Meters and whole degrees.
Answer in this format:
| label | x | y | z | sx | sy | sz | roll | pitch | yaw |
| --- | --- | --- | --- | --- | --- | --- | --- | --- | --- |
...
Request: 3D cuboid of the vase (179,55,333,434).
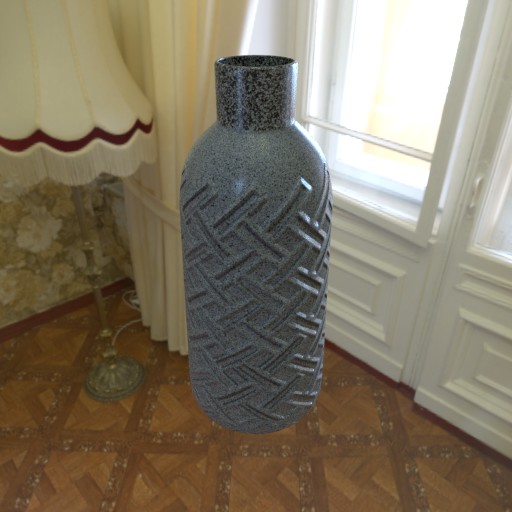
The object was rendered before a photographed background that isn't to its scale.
| label | x | y | z | sx | sy | sz | roll | pitch | yaw |
| --- | --- | --- | --- | --- | --- | --- | --- | --- | --- |
| vase | 0.000 | 0.000 | 0.346 | 0.122 | 0.282 | 0.122 | 0 | 32 | 0 |
